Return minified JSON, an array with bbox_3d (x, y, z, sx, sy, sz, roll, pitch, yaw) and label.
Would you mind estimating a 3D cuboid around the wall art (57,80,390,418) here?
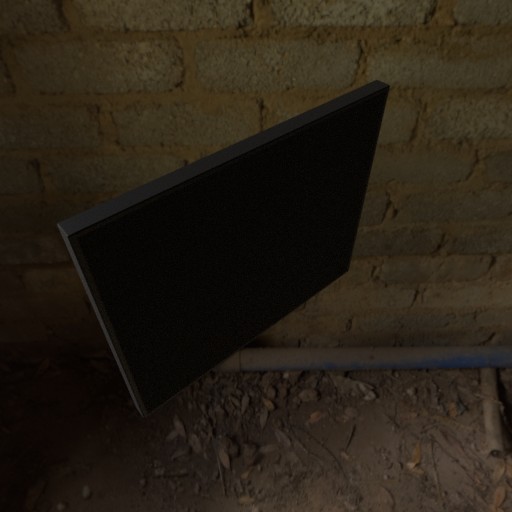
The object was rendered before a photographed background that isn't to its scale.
[{"bbox_3d":[0.000,0.000,0.776,0.559,0.458,0.029,-32,54,-27],"label":"wall art"}]
